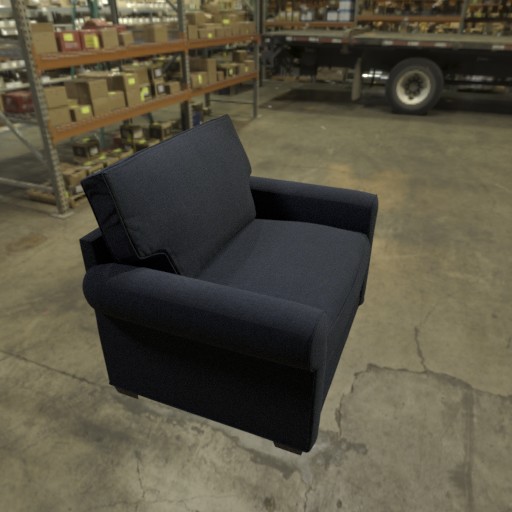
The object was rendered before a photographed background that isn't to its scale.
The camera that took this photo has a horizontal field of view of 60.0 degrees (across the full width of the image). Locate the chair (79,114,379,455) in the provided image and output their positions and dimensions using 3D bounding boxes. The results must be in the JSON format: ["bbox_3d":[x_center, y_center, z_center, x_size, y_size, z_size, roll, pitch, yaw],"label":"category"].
[{"bbox_3d":[0.000,0.000,2.034,0.963,1.044,1.285,11,31,19],"label":"chair"}]
